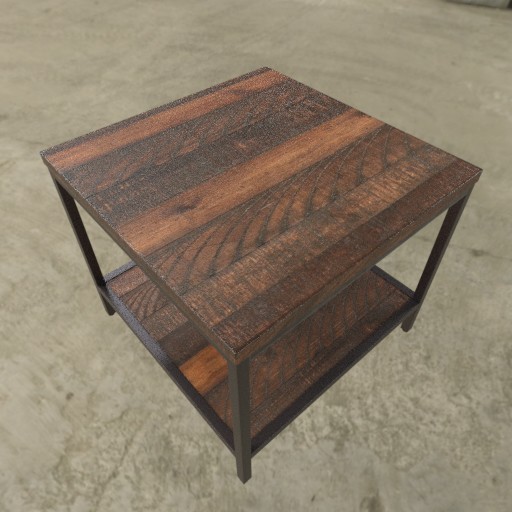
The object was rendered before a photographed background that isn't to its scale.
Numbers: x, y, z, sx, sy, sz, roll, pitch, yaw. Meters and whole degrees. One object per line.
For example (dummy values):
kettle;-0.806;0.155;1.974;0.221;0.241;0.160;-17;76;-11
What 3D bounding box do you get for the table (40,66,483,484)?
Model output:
table;0.000;0.000;0.947;0.548;0.482;0.553;-32;54;-27
